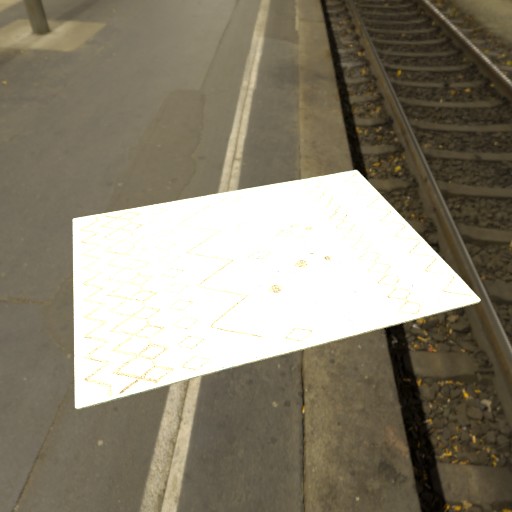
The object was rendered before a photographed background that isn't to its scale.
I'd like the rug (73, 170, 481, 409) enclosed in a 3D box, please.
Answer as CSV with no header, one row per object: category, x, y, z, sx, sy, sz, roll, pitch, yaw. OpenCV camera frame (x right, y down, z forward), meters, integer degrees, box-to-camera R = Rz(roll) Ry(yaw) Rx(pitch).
rug,0.000,0.000,2.318,1.820,0.009,1.260,-12,42,-13
